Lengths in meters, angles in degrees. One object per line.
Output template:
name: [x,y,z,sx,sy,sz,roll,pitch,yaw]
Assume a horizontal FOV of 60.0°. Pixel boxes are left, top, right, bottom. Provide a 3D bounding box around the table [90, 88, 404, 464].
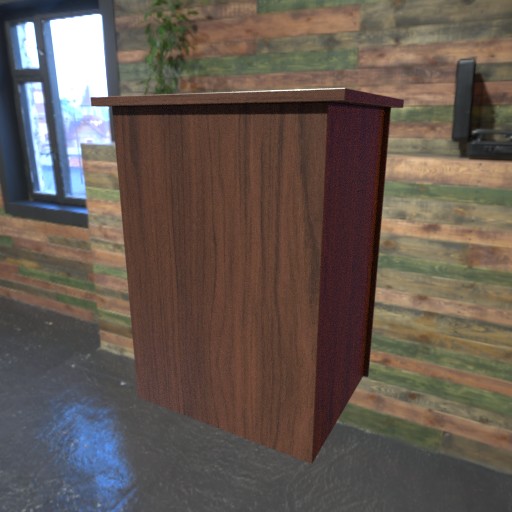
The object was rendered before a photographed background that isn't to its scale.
table: [0.000,0.000,0.948,0.480,0.636,0.381,9,19,28]
